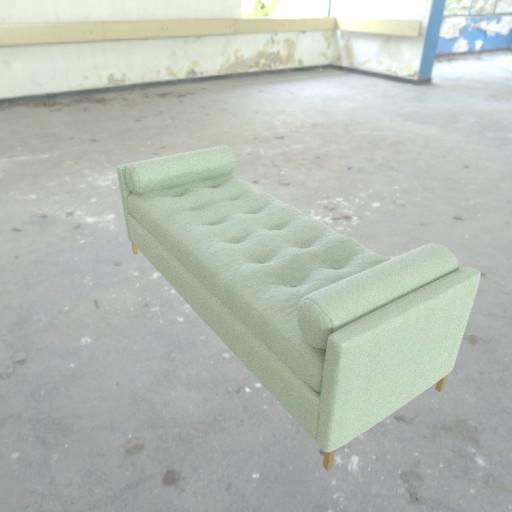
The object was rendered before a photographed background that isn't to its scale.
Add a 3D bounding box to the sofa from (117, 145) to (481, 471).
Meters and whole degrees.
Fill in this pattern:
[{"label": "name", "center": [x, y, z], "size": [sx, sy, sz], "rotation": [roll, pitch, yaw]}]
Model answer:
[{"label": "sofa", "center": [0.000, 0.000, 2.455], "size": [0.796, 0.705, 2.102], "rotation": [-19, 35, -29]}]
